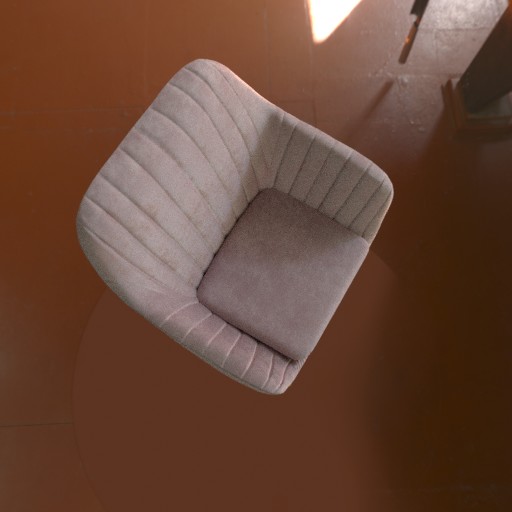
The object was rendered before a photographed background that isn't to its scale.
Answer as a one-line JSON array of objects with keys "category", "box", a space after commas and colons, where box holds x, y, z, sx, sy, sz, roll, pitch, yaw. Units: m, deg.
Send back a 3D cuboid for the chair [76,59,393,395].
[{"category": "chair", "box": [0.000, 0.000, 1.215, 0.570, 0.832, 0.610, 30, 77, 8]}]
